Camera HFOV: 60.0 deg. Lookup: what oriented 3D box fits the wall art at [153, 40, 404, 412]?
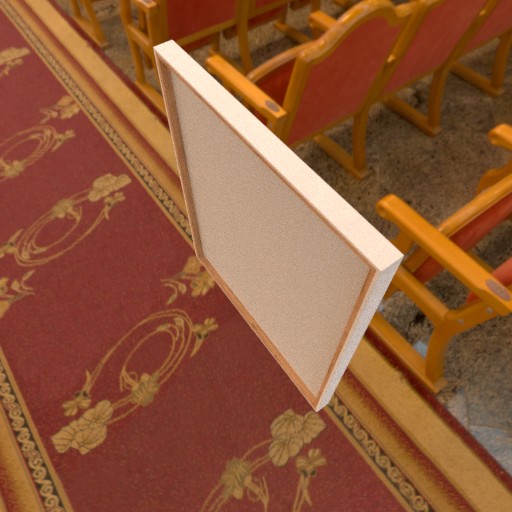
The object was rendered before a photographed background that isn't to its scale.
[{"bbox_3d":[0.000,0.000,0.846,0.037,0.606,0.508,-31,62,-19],"label":"wall art"}]
